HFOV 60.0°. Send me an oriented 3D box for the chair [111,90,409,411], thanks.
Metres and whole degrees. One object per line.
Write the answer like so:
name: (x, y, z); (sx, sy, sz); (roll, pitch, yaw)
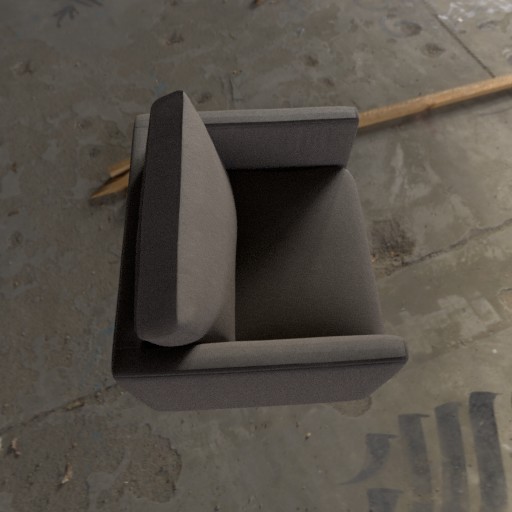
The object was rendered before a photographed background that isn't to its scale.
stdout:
chair: (0.000, 0.000, 1.824); (0.959, 0.963, 1.107); (-3, 63, -1)
